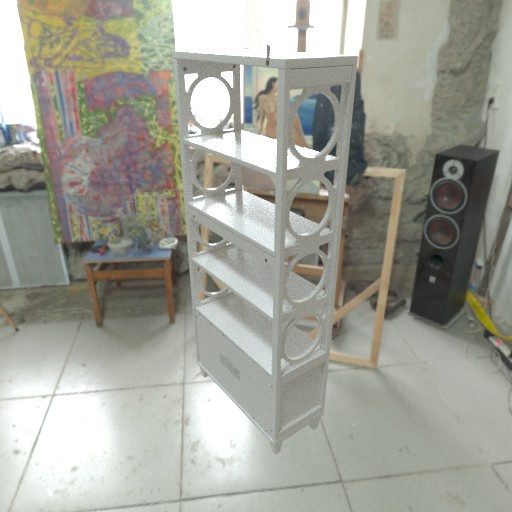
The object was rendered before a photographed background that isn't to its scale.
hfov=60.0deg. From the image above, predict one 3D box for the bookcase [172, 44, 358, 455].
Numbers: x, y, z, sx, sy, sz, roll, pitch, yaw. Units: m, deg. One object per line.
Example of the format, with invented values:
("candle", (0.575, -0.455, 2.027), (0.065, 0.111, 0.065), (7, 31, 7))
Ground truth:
("bookcase", (0.000, 0.000, 2.143), (0.361, 1.869, 0.761), (-19, 32, -32))
